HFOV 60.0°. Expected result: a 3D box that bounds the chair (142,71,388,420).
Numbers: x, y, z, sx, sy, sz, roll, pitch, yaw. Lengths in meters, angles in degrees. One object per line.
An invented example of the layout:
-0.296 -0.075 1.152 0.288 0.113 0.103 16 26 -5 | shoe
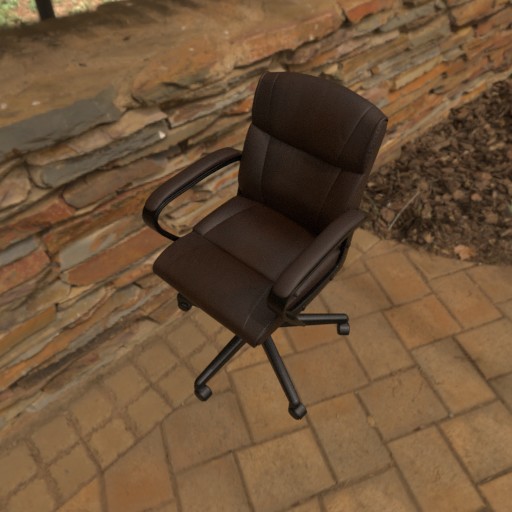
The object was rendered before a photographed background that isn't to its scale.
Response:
0.000 0.000 1.519 0.739 1.004 0.717 33 55 27 | chair
